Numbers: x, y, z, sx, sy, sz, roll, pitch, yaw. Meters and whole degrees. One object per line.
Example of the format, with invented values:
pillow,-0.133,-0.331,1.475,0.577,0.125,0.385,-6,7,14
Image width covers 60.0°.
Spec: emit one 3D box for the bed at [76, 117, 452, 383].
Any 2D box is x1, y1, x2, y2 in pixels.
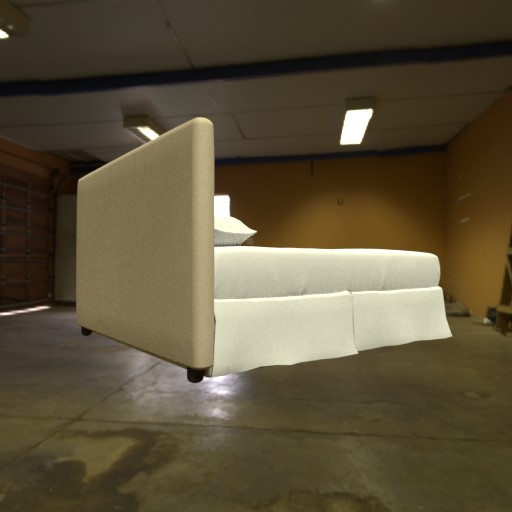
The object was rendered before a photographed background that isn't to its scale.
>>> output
bed,0.000,0.000,3.625,2.319,1.317,2.119,1,-1,-37
